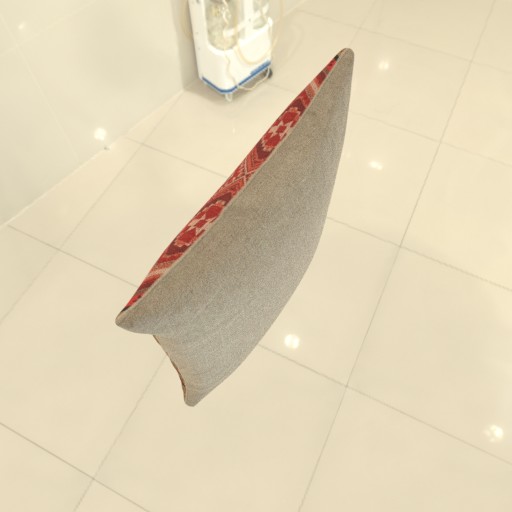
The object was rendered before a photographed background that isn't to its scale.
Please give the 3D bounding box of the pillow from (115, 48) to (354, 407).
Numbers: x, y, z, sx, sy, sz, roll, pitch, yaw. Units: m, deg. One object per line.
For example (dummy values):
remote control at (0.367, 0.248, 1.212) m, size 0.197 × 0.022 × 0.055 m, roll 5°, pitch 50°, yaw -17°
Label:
pillow at (0.000, 0.000, 0.774) m, size 0.158 × 0.511 × 0.513 m, roll 30°, pitch 66°, yaw 15°
